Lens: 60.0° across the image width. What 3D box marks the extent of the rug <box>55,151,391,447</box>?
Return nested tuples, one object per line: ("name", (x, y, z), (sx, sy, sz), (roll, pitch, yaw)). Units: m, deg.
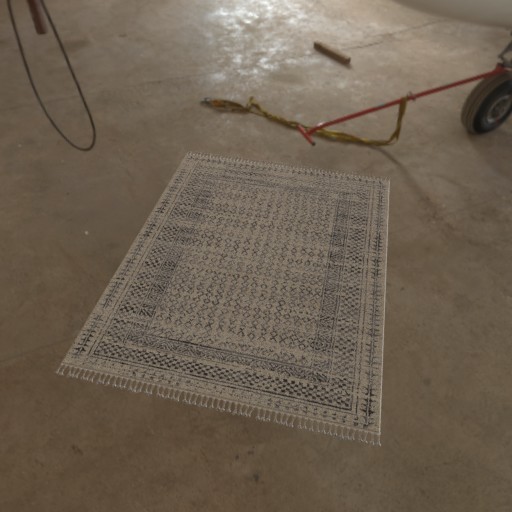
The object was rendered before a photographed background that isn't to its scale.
("rug", (0.000, 0.000, 3.977), (2.312, 0.013, 2.940), (10, 47, 9))
